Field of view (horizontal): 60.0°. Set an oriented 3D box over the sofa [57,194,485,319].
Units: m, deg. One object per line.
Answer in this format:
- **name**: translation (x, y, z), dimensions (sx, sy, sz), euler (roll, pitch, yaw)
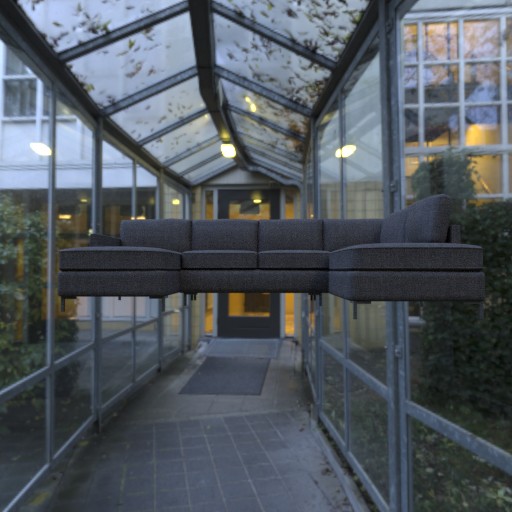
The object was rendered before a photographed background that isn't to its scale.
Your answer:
- **sofa**: translation (0.000, 0.000, 4.302), dimensions (3.423, 0.999, 2.048), euler (0, -2, 1)
